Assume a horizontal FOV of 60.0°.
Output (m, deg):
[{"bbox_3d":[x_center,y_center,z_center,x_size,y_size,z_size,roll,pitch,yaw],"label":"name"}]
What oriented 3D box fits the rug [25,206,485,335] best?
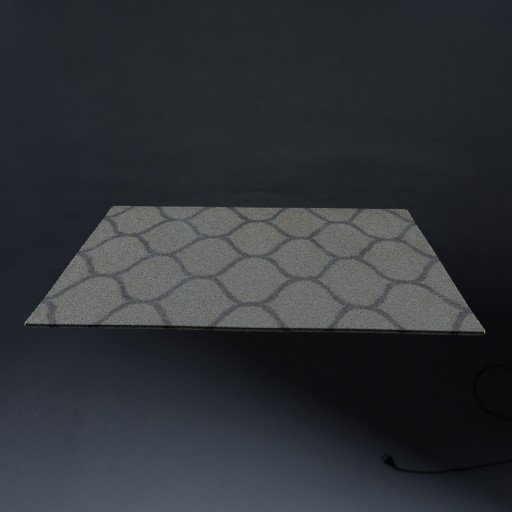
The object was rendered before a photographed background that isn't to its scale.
[{"bbox_3d":[0.000,0.000,2.895,2.348,0.024,1.501,1,30,1],"label":"rug"}]
